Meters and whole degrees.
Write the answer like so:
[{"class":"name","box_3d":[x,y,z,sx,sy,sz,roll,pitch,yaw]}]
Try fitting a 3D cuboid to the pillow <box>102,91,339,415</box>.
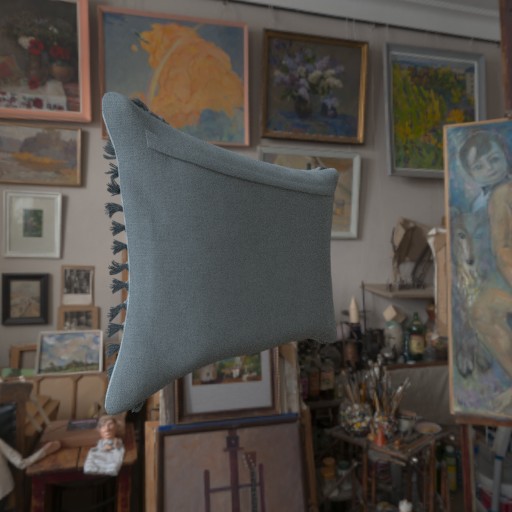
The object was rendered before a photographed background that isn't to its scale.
[{"class":"pillow","box_3d":[0.000,0.000,0.587,0.084,0.305,0.466,0,0,37]}]
